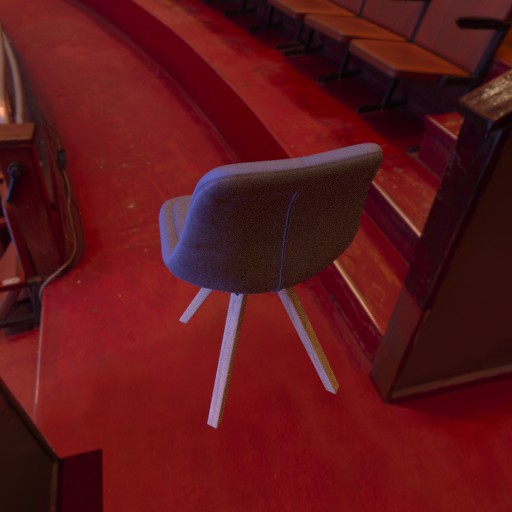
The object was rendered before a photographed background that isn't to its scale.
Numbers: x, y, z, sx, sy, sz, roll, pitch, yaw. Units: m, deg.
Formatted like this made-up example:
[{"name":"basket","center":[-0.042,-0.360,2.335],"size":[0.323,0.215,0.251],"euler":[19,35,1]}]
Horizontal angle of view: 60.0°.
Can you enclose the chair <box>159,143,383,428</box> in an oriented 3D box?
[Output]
[{"name":"chair","center":[0.000,0.000,1.188],"size":[0.483,0.865,0.547],"euler":[-12,43,-13]}]
